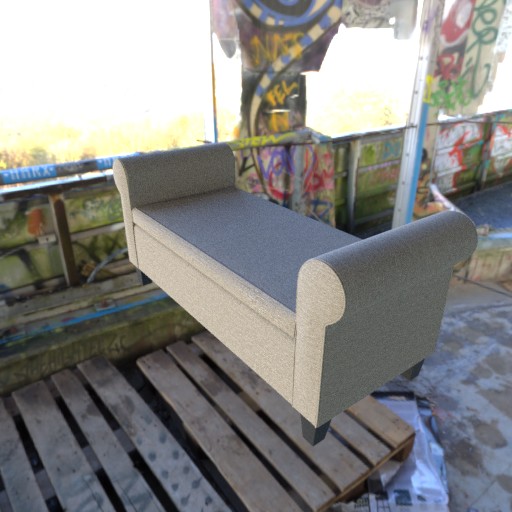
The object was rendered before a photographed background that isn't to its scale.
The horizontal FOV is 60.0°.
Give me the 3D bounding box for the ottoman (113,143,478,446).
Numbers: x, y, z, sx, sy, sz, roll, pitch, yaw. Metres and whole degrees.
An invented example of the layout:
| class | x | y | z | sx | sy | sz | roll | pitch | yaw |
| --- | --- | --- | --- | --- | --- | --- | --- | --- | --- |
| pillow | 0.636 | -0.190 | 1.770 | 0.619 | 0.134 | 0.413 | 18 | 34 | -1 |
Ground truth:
| class | x | y | z | sx | sy | sz | roll | pitch | yaw |
| --- | --- | --- | --- | --- | --- | --- | --- | --- | --- |
| ottoman | 0.000 | 0.000 | 1.558 | 0.521 | 0.547 | 1.256 | -18 | 31 | -33 |
